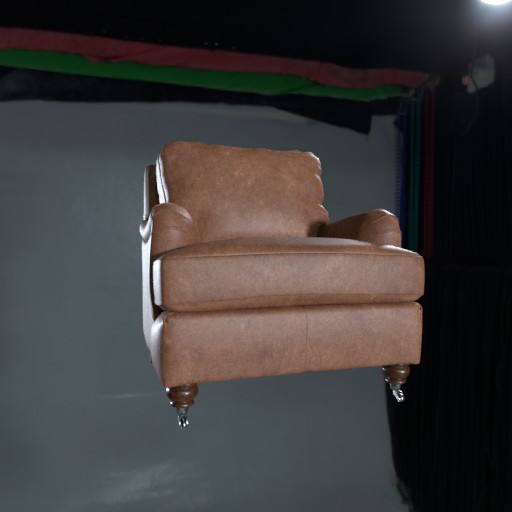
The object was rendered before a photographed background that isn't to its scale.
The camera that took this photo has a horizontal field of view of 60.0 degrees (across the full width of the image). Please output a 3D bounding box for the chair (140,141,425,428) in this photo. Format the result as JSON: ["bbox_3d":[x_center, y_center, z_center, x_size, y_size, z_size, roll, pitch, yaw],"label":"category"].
[{"bbox_3d":[0.000,0.000,1.982,0.986,1.055,1.158,0,1,-18],"label":"chair"}]
